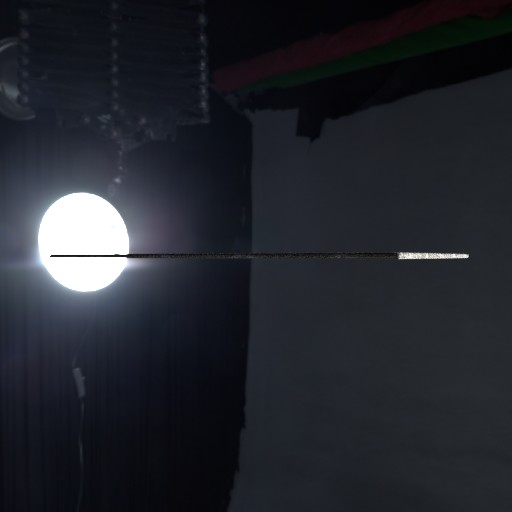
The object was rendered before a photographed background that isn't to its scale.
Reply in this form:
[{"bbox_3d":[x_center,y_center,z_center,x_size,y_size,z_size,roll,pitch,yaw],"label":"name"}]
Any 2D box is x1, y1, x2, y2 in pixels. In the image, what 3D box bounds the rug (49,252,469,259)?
[{"bbox_3d":[0.000,0.000,3.438,2.743,0.030,1.778,0,0,34],"label":"rug"}]
